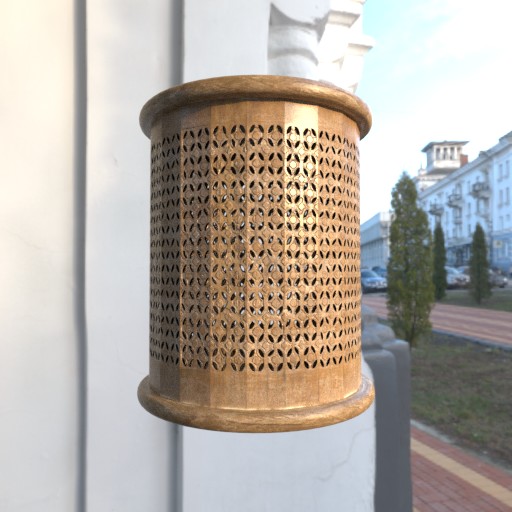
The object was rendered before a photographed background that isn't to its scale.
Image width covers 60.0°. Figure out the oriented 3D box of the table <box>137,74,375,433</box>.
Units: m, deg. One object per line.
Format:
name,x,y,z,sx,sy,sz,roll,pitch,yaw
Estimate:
table,0.000,0.000,0.792,0.407,0.482,0.407,0,-2,0
